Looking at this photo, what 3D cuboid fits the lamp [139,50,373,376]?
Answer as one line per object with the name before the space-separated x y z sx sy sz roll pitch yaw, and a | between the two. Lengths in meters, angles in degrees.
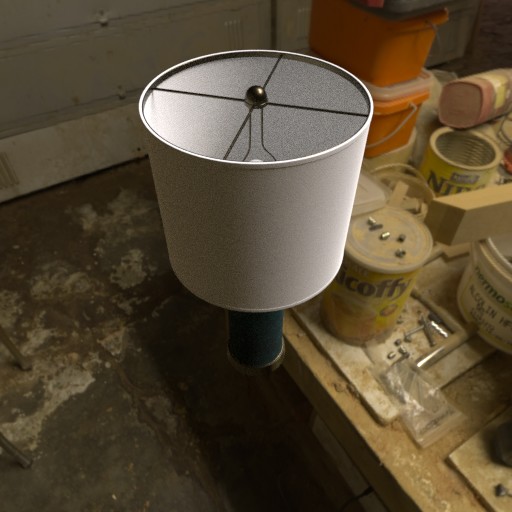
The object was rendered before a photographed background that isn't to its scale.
lamp | 0.000 0.000 0.795 0.301 0.630 0.301 -23 51 -20
